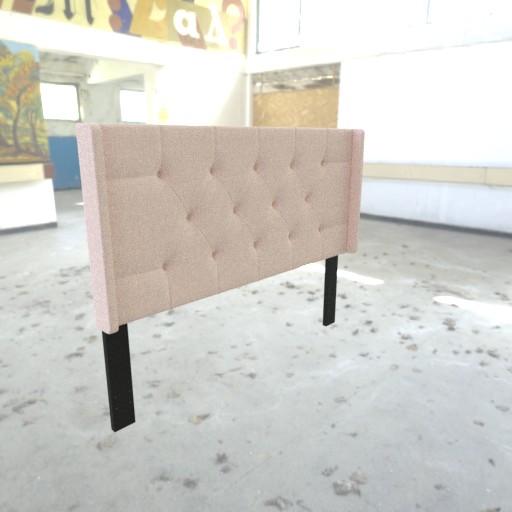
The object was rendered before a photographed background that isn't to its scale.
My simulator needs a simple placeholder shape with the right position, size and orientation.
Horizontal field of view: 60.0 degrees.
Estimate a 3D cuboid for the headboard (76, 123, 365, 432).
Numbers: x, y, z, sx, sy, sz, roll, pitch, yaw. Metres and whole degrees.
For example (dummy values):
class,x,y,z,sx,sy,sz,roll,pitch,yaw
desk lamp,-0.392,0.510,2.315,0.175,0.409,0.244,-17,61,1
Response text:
class,x,y,z,sx,sy,sz,roll,pitch,yaw
headboard,0.000,0.000,2.719,0.184,1.524,2.051,14,21,42
